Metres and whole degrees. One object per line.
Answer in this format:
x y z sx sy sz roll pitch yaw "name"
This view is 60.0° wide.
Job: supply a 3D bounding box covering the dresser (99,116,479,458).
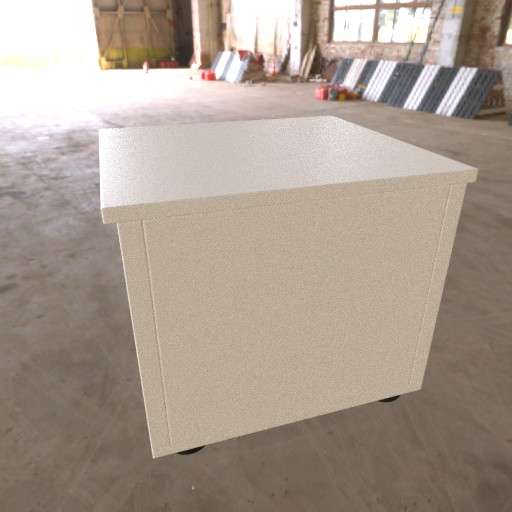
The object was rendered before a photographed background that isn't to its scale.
0.000 0.000 0.720 0.430 0.360 0.400 -8 28 -16 "dresser"
